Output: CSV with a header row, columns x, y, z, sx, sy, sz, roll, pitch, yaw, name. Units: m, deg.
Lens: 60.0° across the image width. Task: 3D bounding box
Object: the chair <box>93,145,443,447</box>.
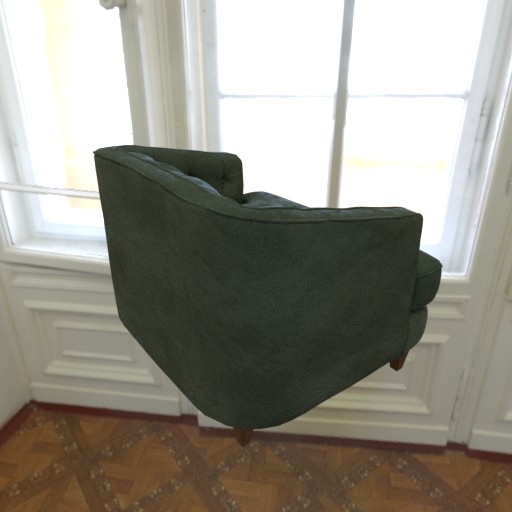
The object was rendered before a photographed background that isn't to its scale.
x,y,z,sx,sy,sz,roll,pitch,yaw,name
0.000,0.000,1.739,0.941,0.852,1.104,-19,32,-33,chair
